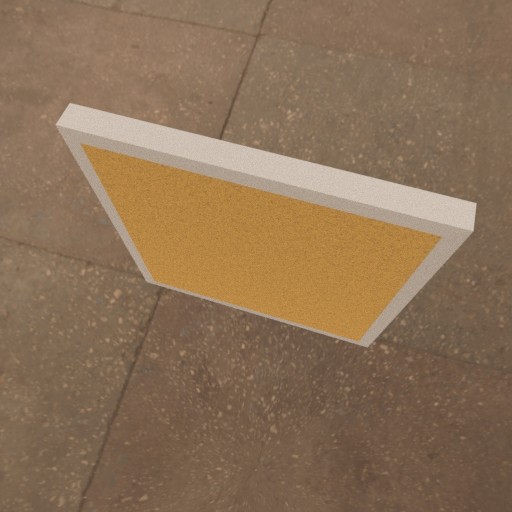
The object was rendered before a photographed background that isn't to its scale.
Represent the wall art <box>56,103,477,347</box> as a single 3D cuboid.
[{"bbox_3d":[0.000,0.000,1.910,1.289,1.291,0.098,16,65,7],"label":"wall art"}]
